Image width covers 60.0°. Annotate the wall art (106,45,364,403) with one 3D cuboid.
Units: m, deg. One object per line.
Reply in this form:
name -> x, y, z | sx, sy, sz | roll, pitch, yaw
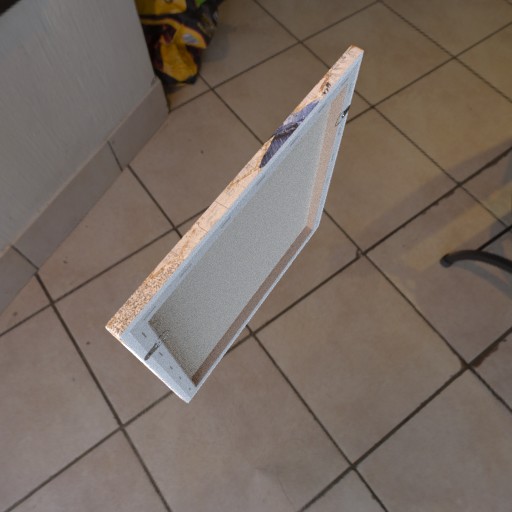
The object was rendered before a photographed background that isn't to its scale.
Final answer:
wall art -> 0.000, 0.000, 1.379 | 0.039, 0.914, 0.912 | 32, 69, 14
